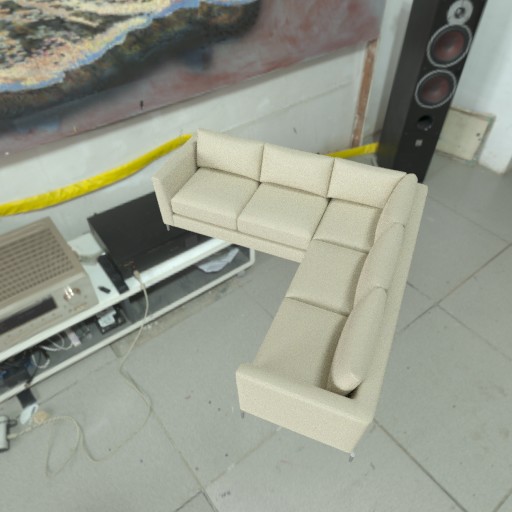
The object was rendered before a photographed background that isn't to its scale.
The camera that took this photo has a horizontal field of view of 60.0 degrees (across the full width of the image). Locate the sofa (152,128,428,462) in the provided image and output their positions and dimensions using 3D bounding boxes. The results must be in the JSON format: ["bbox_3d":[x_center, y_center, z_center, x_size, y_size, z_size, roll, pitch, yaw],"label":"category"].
[{"bbox_3d":[0.000,0.000,3.786,2.430,0.867,2.448,16,48,16],"label":"sofa"}]
